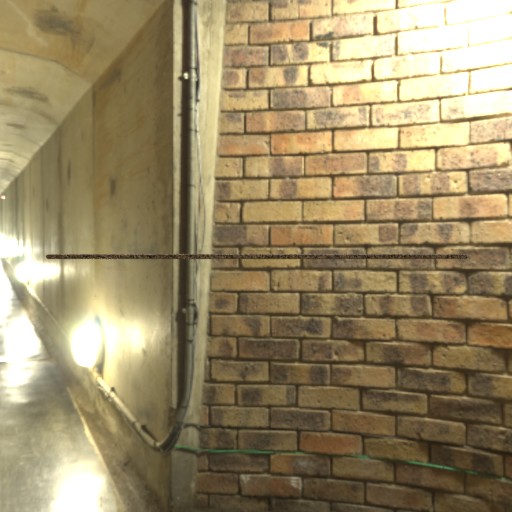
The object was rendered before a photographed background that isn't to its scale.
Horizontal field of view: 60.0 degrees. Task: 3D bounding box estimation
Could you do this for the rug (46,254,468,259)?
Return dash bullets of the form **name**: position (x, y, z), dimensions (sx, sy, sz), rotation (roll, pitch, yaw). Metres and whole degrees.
- **rug**: position (0.000, 0.000, 4.056), dimensions (2.438, 0.029, 3.047), rotation (0, 0, 0)
